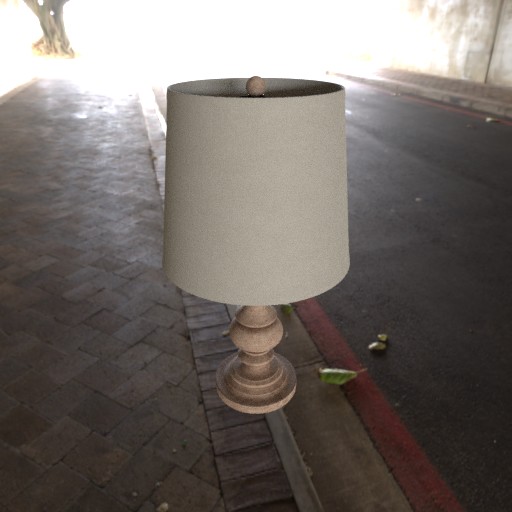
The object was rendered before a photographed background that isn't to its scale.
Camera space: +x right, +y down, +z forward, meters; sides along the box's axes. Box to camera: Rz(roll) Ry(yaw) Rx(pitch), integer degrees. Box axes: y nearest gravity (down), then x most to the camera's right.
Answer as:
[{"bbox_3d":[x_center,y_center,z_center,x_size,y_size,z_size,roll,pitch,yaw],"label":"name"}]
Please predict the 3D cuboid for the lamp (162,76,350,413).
[{"bbox_3d":[0.000,0.000,0.657,0.273,0.497,0.273,0,27,0],"label":"lamp"}]
